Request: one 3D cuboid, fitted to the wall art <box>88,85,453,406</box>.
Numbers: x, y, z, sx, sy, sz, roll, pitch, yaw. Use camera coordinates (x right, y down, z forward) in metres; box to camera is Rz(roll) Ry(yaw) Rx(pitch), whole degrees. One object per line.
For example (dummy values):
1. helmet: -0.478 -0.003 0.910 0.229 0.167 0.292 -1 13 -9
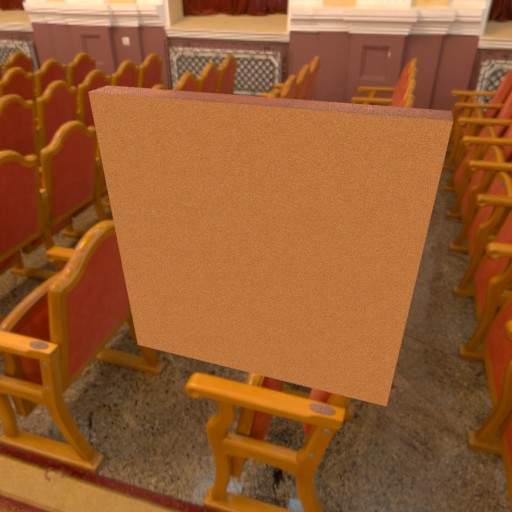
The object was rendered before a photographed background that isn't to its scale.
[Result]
1. wall art: 0.000 0.000 0.568 0.386 0.385 0.038 10 33 15
